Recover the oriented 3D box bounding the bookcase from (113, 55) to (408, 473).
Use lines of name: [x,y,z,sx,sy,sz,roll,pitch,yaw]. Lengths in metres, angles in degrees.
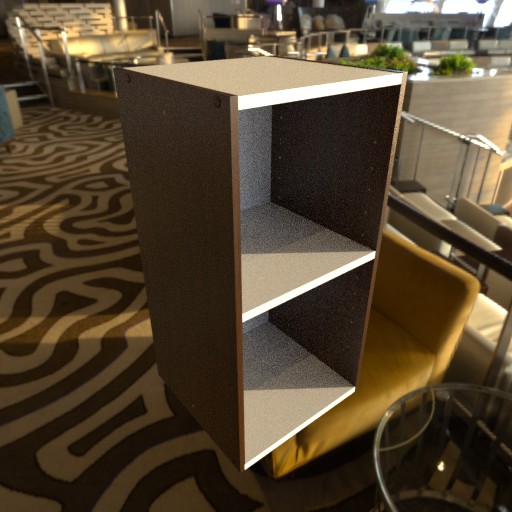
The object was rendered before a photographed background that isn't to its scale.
bookcase: [0.000,0.000,0.769,0.300,0.600,0.290,-21,36,-33]
